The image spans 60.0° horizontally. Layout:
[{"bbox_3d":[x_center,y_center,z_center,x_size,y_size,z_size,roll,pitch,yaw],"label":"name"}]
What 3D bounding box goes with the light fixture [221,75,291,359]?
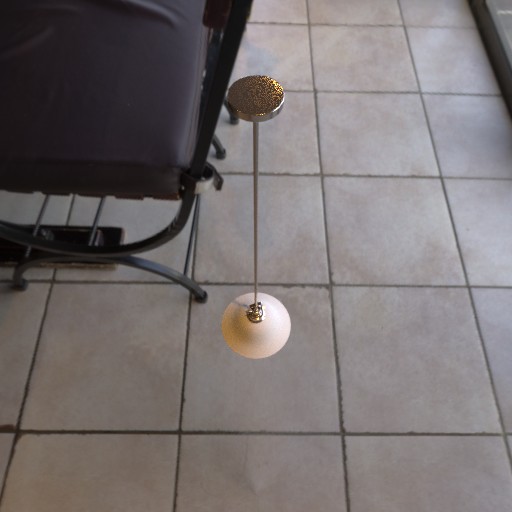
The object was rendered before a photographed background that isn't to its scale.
[{"bbox_3d":[0.000,0.000,1.475,0.324,1.354,0.324,-16,63,-9],"label":"light fixture"}]
